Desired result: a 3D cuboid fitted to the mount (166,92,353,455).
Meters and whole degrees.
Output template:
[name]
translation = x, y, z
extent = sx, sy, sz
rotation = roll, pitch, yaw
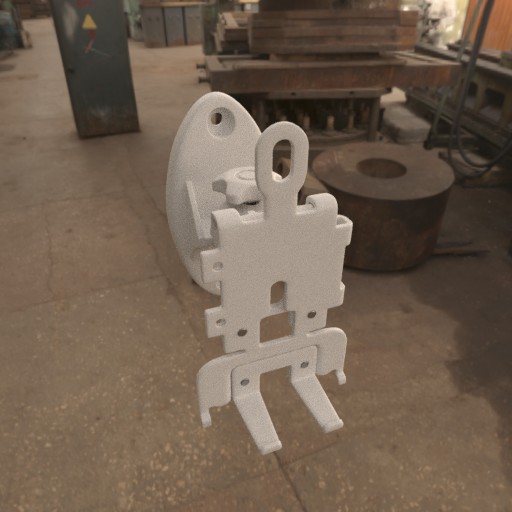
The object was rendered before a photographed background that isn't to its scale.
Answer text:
[mount]
translation = 0.000, 0.000, 0.179
extent = 0.066, 0.118, 0.100
rotation = -11, 34, -18
